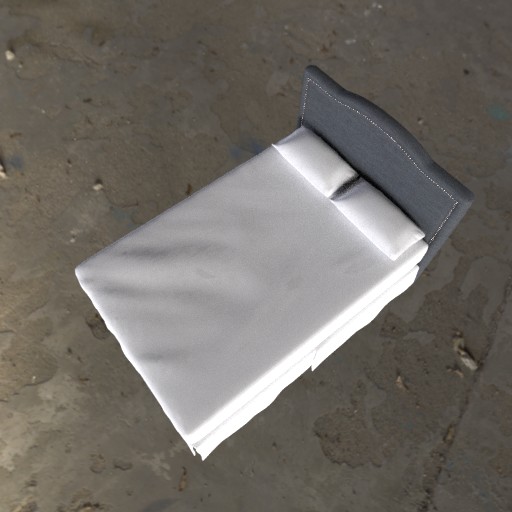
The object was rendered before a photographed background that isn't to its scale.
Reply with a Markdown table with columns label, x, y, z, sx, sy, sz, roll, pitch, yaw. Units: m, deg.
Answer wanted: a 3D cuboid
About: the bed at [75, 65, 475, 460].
| label | x | y | z | sx | sy | sz | roll | pitch | yaw |
| --- | --- | --- | --- | --- | --- | --- | --- | --- | --- |
| bed | 0.000 | 0.000 | 3.481 | 2.507 | 1.441 | 1.747 | -35 | 68 | -17 |
